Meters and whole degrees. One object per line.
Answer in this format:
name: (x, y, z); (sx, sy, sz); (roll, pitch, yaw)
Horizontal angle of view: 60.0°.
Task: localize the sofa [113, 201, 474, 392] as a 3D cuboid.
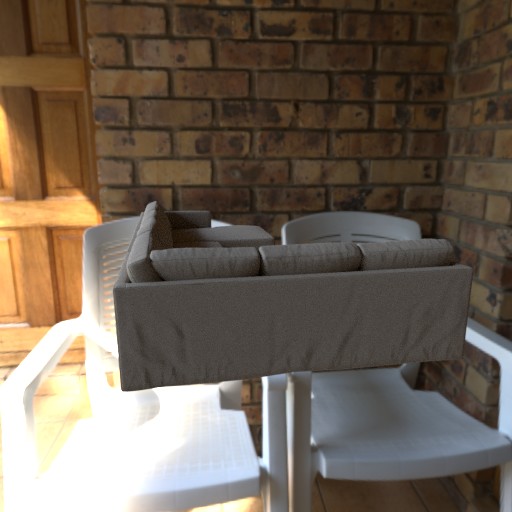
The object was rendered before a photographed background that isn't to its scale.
sofa: (0.000, 0.000, 4.547); (2.427, 0.882, 3.460); (-3, 14, -11)
